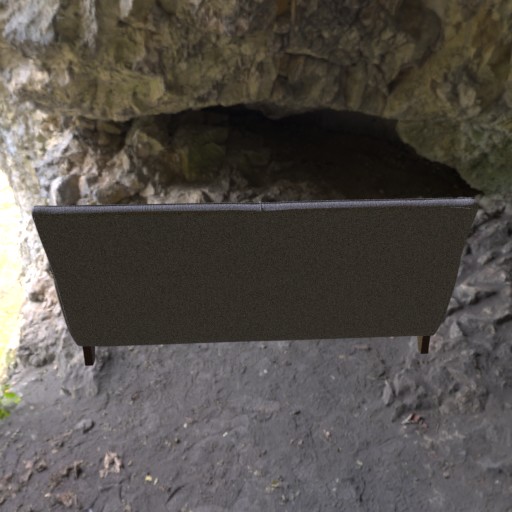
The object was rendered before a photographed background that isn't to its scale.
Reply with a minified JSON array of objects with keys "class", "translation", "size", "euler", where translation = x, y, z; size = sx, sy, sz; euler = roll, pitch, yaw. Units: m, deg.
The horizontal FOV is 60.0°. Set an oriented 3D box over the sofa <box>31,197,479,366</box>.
[{"class":"sofa","translation":[0.000,0.000,2.514],"size":[2.026,0.942,0.854],"euler":[-1,28,-3]}]
